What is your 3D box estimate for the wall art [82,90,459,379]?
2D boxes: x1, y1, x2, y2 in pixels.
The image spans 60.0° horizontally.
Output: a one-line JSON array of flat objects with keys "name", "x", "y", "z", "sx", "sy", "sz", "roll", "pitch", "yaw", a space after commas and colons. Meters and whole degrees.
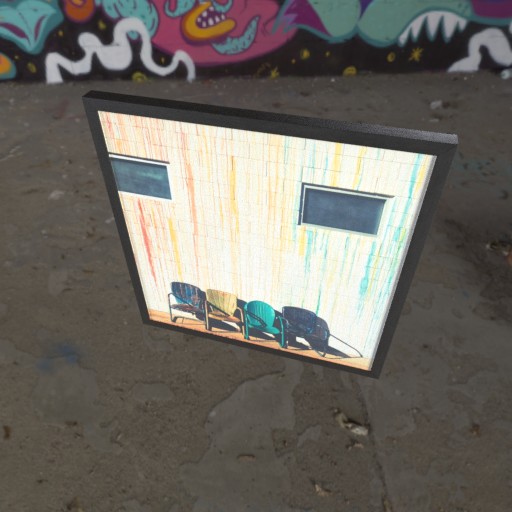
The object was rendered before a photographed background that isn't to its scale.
[{"name": "wall art", "x": 0.000, "y": 0.000, "z": 1.138, "sx": 0.763, "sy": 0.763, "sz": 0.039, "roll": 11, "pitch": 44, "yaw": 12}]
